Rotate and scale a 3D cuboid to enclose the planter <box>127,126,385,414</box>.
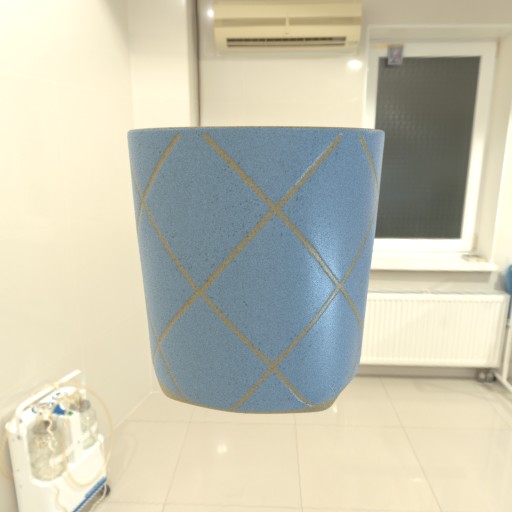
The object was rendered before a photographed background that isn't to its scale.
[{"bbox_3d":[0.000,0.000,0.433,0.227,0.235,0.227,0,14,0],"label":"planter"}]
